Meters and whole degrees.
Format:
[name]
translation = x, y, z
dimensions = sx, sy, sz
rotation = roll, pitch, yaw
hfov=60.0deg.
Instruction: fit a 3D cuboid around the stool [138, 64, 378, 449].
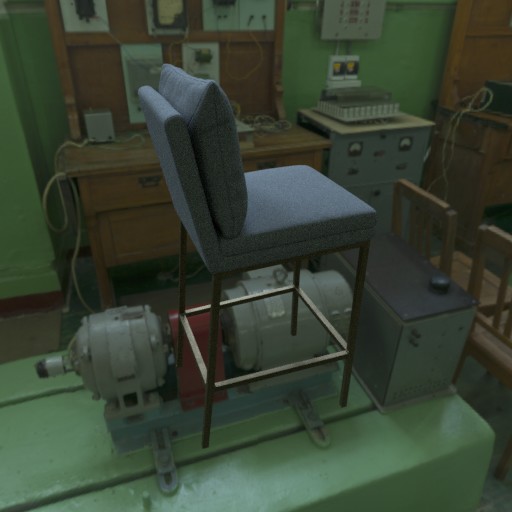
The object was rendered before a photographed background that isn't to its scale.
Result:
[stool]
translation = 0.000, 0.000, 1.428
dimensions = 0.569, 1.130, 0.463
rotation = -11, 31, -18
